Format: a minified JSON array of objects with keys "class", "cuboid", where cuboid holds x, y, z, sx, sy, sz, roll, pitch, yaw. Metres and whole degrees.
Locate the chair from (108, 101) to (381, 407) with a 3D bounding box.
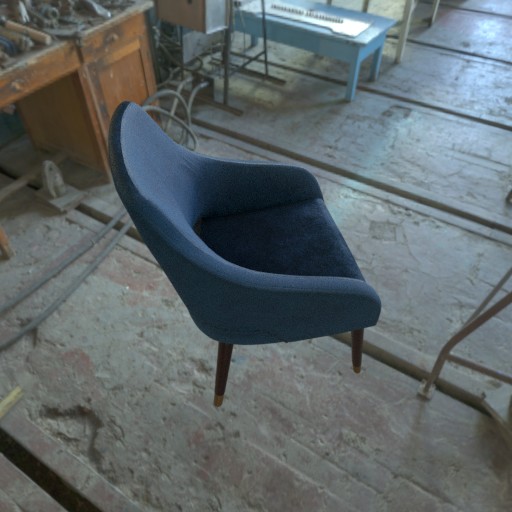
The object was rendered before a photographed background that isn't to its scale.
[{"class":"chair","cuboid":[0.000,0.000,1.606,0.794,1.081,0.683,-10,48,-9]}]
